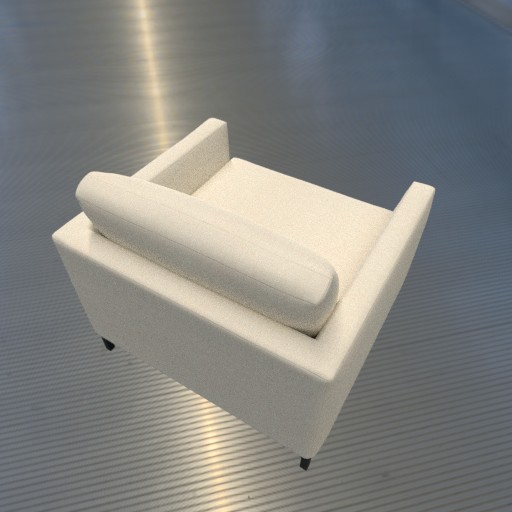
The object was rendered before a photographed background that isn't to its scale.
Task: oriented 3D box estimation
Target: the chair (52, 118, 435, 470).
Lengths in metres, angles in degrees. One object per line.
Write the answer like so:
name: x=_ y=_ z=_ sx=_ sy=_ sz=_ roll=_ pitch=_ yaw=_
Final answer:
chair: x=0.000 y=0.000 z=1.577 sx=0.964 sy=0.806 sz=0.875 roll=23 pitch=50 yaw=21
